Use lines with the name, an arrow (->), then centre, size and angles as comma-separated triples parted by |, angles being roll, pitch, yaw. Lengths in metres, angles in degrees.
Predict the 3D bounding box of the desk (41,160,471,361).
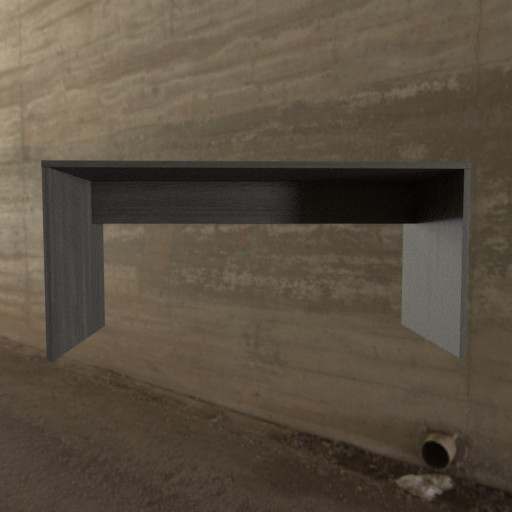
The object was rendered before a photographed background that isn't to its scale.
desk -> 0.000, 0.000, 2.068 | 1.600, 0.750, 0.802 | 0, 3, -2
